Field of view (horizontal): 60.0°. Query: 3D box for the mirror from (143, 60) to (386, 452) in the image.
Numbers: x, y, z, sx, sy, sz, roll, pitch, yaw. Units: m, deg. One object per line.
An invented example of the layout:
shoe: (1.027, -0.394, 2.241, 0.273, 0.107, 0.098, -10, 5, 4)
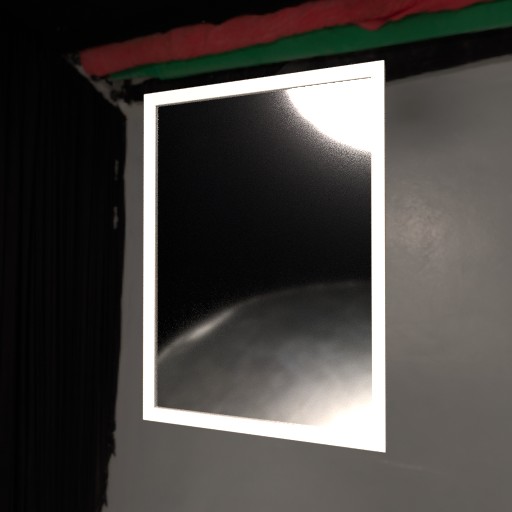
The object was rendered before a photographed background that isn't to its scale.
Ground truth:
mirror: (0.000, 0.000, 0.903, 0.507, 0.710, 0.039, 0, -1, 19)
